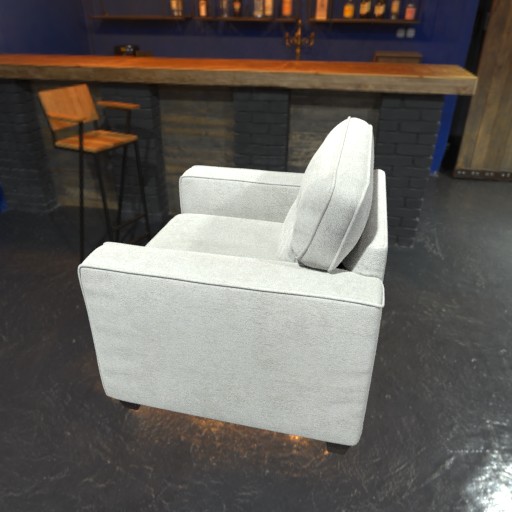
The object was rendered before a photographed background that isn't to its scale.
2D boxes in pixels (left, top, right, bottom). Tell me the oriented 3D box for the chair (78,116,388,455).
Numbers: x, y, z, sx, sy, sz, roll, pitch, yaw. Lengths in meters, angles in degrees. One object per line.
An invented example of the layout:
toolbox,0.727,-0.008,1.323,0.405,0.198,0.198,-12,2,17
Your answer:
chair,0.000,0.000,1.760,0.939,0.965,1.015,7,30,12
